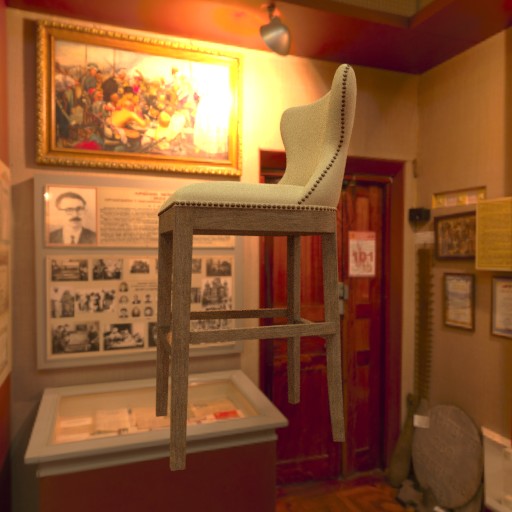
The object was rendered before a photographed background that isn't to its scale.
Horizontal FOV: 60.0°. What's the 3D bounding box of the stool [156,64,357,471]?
[{"bbox_3d":[0.000,0.000,1.444,0.606,1.123,0.494,0,1,-18],"label":"stool"}]
